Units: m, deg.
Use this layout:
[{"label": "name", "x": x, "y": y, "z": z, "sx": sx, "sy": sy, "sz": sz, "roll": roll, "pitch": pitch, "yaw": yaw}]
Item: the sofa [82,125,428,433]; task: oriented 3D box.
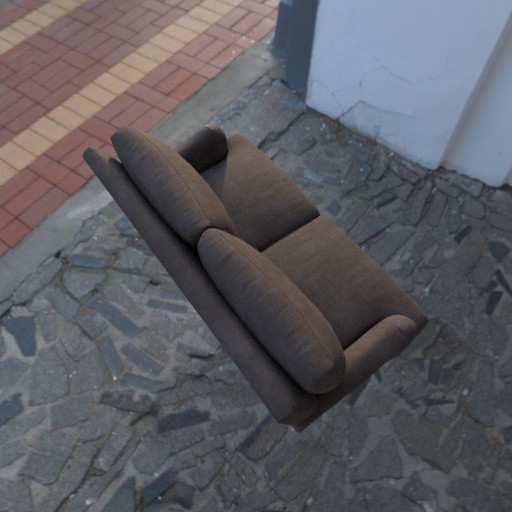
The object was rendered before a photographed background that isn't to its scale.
[{"label": "sofa", "x": 0.000, "y": 0.000, "z": 2.621, "sx": 1.084, "sy": 1.101, "sz": 1.853, "roll": -33, "pitch": 64, "yaw": -18}]
